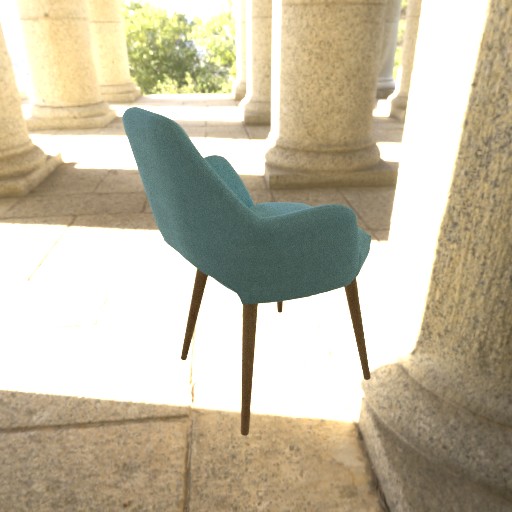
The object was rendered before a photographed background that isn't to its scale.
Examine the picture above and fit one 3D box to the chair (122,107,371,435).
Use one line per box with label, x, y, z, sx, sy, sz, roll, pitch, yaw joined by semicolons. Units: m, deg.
chair;0.000;0.000;1.259;0.610;0.840;0.590;-17;31;-30
